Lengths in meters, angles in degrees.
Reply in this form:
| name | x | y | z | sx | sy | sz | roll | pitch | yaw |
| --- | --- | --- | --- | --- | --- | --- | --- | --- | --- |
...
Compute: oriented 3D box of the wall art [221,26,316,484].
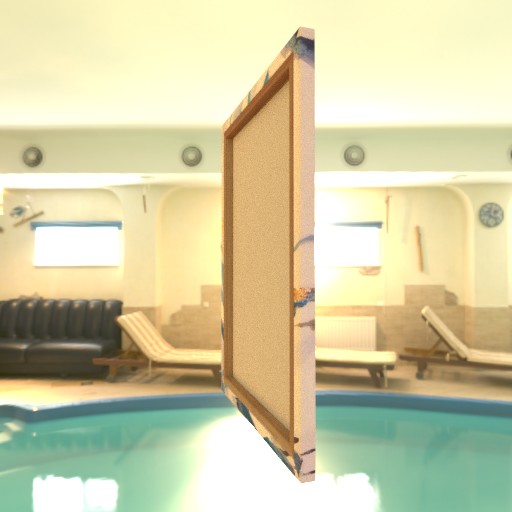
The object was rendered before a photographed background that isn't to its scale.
| name | x | y | z | sx | sy | sz | roll | pitch | yaw |
| --- | --- | --- | --- | --- | --- | --- | --- | --- | --- |
| wall art | 0.000 | 0.000 | 1.348 | 0.038 | 1.015 | 0.761 | 0 | -1 | -18 |
